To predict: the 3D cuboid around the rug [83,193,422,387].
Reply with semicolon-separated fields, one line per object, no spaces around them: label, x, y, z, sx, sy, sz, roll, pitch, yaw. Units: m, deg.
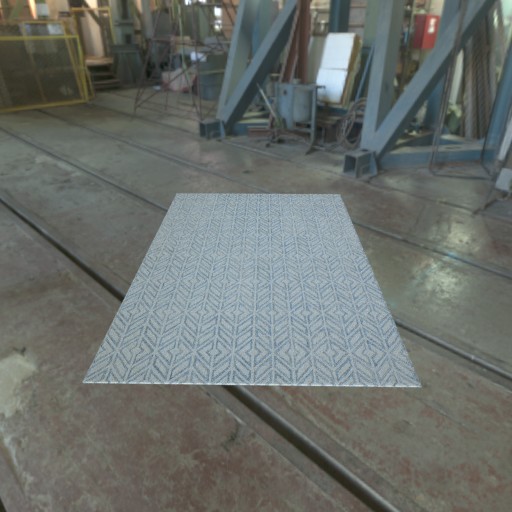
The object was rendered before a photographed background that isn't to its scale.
rug;0.000;0.000;3.067;1.526;0.008;2.441;0;28;1
